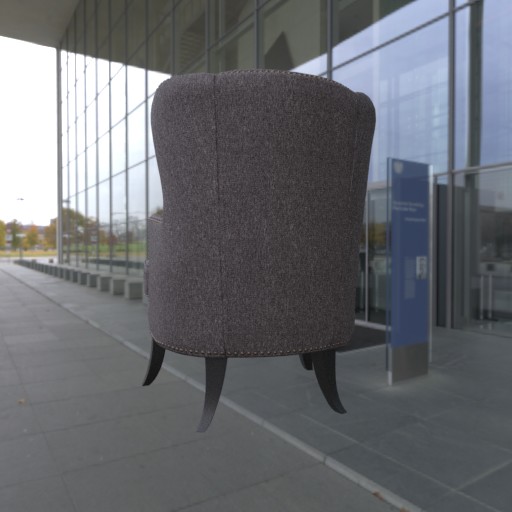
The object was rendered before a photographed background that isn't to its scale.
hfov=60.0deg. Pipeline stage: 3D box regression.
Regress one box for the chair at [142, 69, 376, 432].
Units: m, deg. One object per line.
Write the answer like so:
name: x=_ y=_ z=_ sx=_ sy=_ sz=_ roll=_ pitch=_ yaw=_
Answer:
chair: x=0.000 y=0.000 z=1.599 sx=0.759 sy=1.060 sz=0.758 roll=0 pitch=1 yaw=-18
